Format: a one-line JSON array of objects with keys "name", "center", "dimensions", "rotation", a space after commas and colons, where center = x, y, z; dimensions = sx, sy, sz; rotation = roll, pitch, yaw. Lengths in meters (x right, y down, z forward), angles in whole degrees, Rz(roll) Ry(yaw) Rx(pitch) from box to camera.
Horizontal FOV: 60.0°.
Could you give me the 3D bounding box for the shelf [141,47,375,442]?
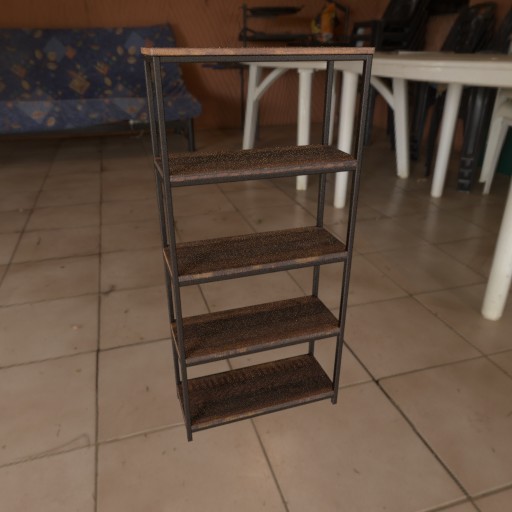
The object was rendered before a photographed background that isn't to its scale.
[{"name": "shelf", "center": [0.000, 0.000, 2.185], "dimensions": [0.874, 1.860, 0.359], "rotation": [-8, 27, -16]}]
